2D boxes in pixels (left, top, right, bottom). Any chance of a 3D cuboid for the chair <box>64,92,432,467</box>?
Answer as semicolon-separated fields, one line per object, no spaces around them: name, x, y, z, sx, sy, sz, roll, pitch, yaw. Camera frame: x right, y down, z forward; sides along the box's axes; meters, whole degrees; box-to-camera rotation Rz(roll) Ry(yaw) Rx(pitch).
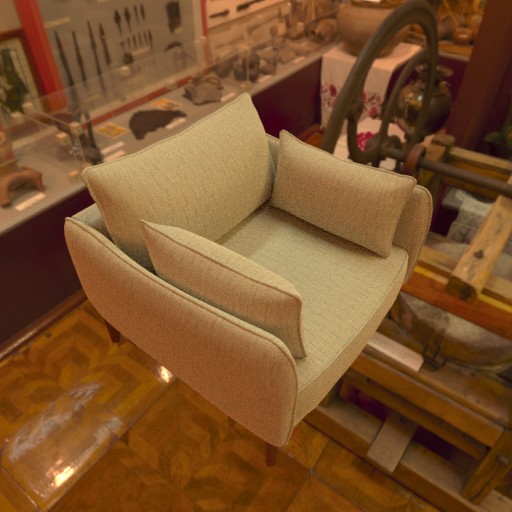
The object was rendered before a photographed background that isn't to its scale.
chair;0.000;0.000;1.697;0.991;0.855;0.994;28;50;27
